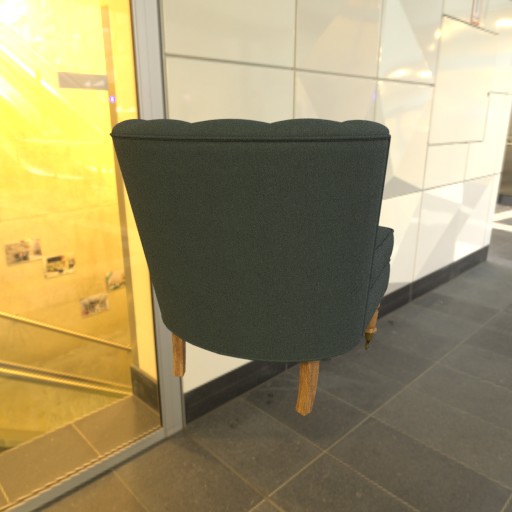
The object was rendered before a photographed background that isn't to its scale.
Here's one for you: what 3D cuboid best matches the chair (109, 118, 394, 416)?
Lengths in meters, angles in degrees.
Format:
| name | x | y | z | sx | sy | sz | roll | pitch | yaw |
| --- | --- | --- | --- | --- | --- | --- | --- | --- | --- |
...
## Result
| name | x | y | z | sx | sy | sz | roll | pitch | yaw |
| --- | --- | --- | --- | --- | --- | --- | --- | --- | --- |
| chair | 0.000 | 0.000 | 1.305 | 0.740 | 0.771 | 0.718 | 8 | 19 | 25 |
